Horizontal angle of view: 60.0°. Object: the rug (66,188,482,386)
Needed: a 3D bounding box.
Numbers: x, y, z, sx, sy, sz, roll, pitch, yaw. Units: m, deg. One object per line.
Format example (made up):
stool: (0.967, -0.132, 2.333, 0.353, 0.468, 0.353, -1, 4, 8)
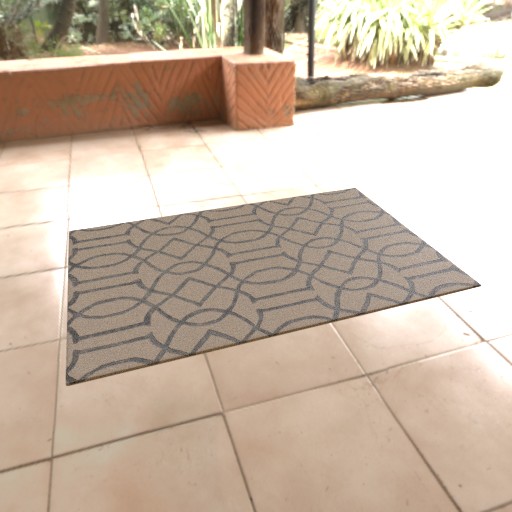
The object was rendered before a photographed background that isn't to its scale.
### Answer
rug: (0.000, 0.000, 2.952, 2.365, 0.017, 1.521, -11, 34, -16)
